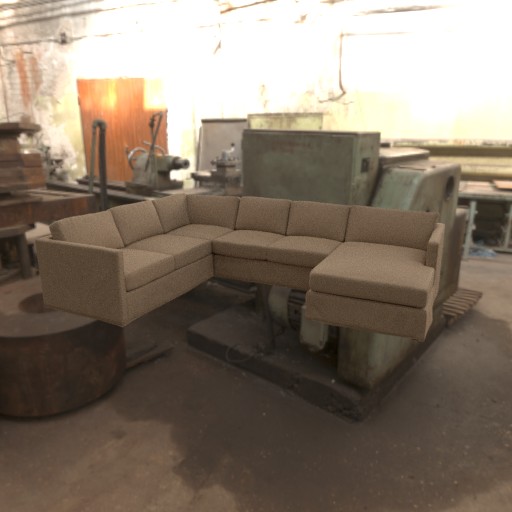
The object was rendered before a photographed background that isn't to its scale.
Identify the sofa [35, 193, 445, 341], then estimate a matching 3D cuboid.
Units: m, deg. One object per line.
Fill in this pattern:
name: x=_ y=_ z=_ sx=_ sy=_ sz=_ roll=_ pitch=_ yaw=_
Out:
sofa: x=0.000 y=0.000 z=4.537 sx=3.460 sy=0.882 sz=2.427 roll=8 pitch=18 yaw=25
